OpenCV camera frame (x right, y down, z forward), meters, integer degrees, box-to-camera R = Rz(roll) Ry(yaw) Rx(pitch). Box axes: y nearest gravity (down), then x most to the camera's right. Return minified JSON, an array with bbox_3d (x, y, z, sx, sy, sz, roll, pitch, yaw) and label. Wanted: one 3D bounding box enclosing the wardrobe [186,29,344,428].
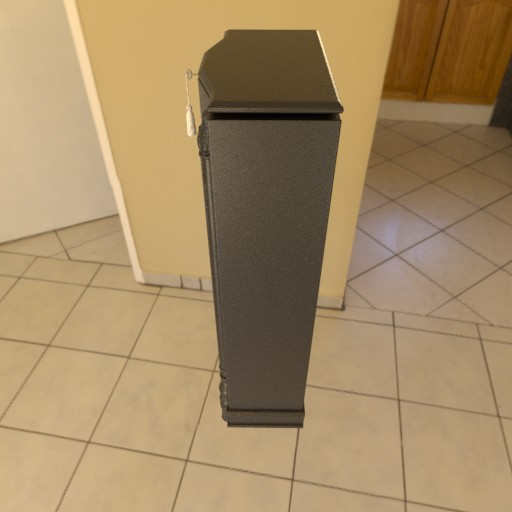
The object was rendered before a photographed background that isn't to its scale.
[{"bbox_3d":[0.000,0.000,1.187,0.295,1.011,0.444,1,42,1],"label":"wardrobe"}]
